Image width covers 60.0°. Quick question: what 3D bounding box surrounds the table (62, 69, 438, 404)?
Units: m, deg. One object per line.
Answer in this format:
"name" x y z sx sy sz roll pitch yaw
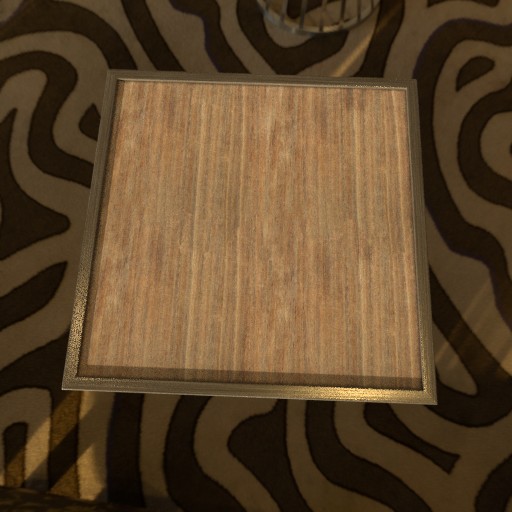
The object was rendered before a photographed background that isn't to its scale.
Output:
"table" 0.000 0.000 1.042 0.611 0.507 0.609 2 75 1
